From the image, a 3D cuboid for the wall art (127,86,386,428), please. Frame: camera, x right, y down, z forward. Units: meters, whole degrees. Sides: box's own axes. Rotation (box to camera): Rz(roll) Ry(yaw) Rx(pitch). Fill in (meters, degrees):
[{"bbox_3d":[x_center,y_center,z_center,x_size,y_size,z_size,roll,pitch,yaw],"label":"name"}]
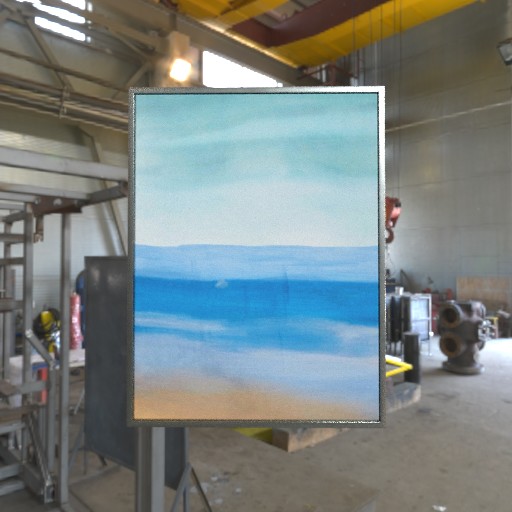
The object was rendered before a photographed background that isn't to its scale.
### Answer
[{"bbox_3d":[0.000,0.000,1.401,0.803,1.062,0.041,0,-1,1],"label":"wall art"}]
